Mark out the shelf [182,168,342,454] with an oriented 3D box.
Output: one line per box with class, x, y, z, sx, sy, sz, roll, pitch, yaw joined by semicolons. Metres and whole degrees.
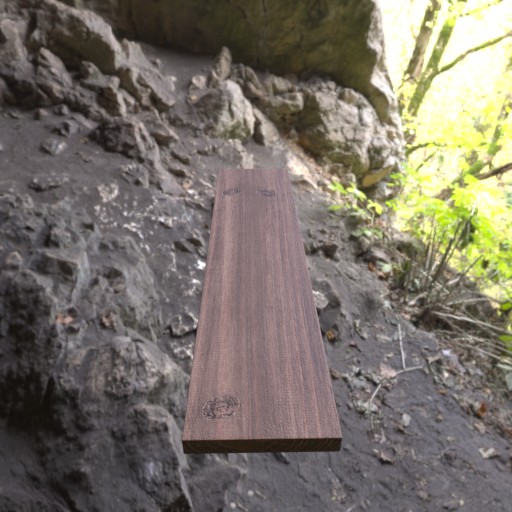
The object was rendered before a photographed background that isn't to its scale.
shelf;0.000;0.000;0.645;0.140;0.020;0.610;-1;33;-1
